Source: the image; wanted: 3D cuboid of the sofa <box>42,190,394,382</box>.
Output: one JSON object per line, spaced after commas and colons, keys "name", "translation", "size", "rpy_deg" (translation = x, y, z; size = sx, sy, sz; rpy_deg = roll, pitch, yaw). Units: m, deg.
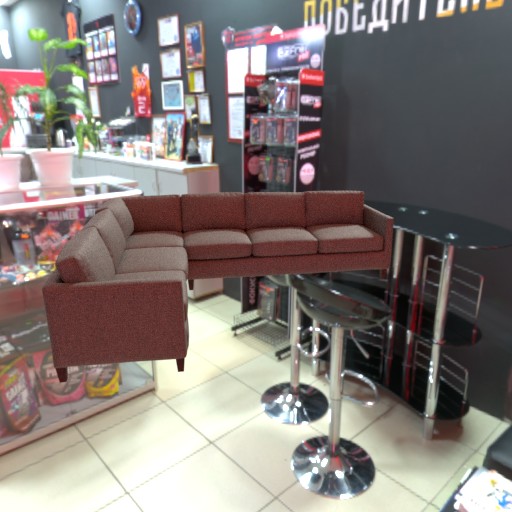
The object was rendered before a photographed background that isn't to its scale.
{"name": "sofa", "translation": [0.000, 0.000, 4.410], "size": [3.302, 0.947, 2.593], "rpy_deg": [-3, 18, -9]}
